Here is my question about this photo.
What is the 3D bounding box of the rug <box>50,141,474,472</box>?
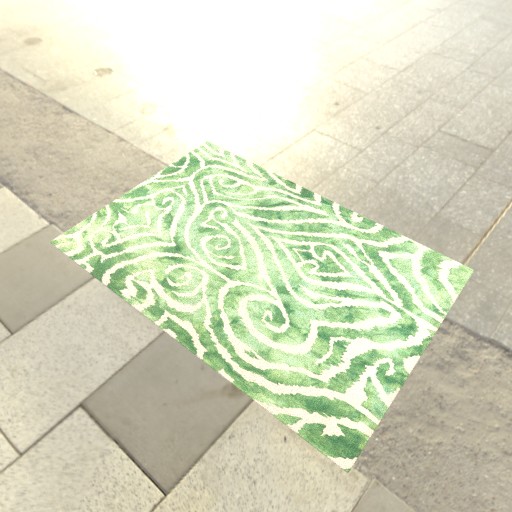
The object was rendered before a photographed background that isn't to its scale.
[{"bbox_3d":[0.000,0.000,2.287,1.826,0.006,1.220,31,55,25],"label":"rug"}]
